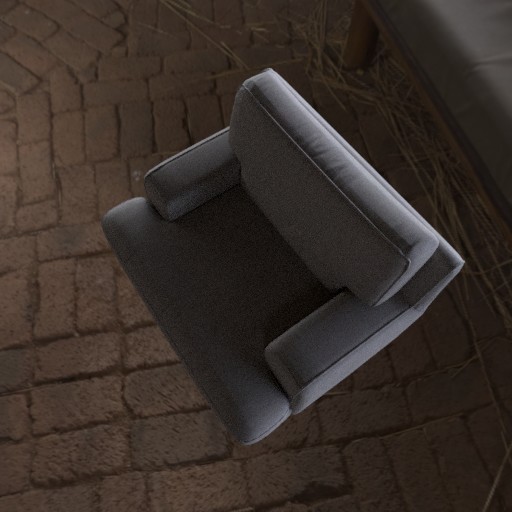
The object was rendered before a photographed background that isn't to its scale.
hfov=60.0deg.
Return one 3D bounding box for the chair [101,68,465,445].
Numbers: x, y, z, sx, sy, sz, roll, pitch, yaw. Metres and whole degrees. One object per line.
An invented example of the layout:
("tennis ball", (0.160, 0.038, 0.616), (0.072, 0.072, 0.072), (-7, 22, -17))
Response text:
("chair", (0.000, 0.000, 1.990), (1.043, 0.974, 1.270), (-32, 68, -14))
